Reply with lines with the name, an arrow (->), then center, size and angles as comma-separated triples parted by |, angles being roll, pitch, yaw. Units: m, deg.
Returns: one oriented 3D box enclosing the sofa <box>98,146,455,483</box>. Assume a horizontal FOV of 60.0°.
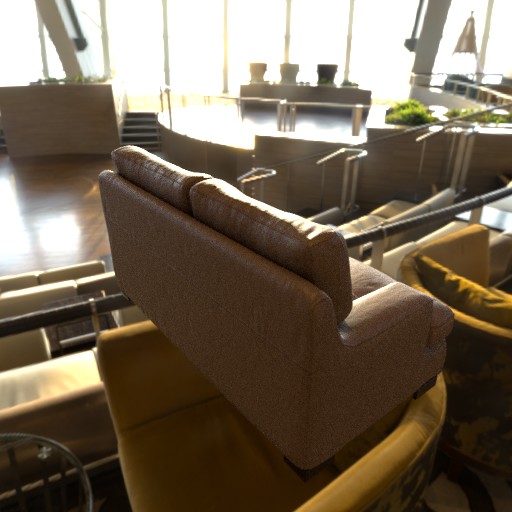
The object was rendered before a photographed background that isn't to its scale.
sofa -> 0.000, 0.000, 2.364 | 0.962, 0.980, 1.855 | -19, 32, -33
